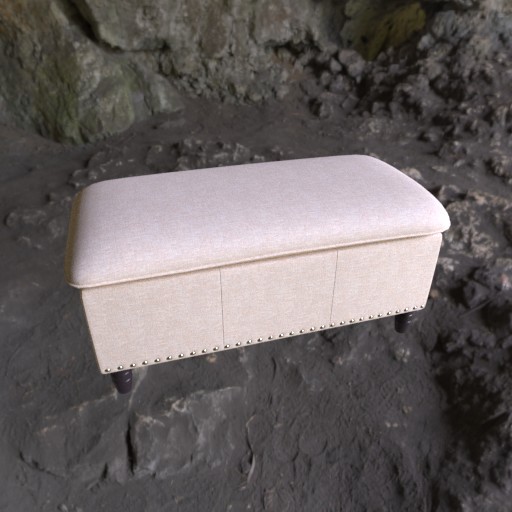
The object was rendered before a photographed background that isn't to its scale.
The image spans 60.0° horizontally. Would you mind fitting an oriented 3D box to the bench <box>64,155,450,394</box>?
[{"bbox_3d":[0.000,0.000,1.313,0.991,0.483,0.483,-9,33,-14],"label":"bench"}]
